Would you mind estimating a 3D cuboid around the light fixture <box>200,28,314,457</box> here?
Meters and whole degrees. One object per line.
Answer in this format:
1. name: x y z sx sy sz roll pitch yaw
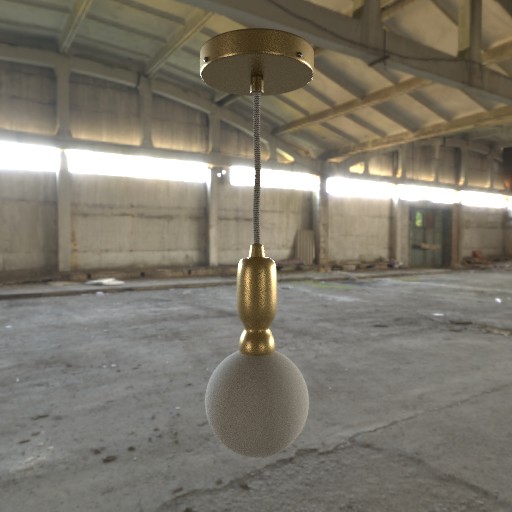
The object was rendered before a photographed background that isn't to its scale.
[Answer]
1. light fixture: 0.000 0.000 0.569 0.146 0.510 0.147 -1 2 -33
